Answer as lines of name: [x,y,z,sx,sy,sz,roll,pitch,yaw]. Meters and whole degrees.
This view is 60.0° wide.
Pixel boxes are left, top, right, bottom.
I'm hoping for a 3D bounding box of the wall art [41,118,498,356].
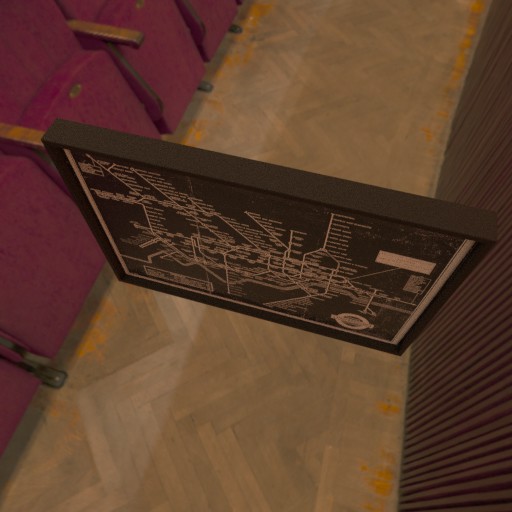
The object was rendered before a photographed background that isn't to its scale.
wall art: [0.000,0.000,0.834,0.671,0.456,0.051,14,59,8]
